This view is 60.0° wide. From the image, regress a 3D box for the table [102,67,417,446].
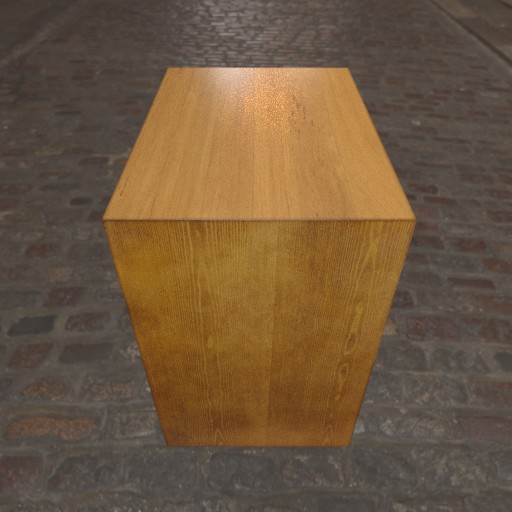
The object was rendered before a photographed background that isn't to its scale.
[{"bbox_3d":[0.000,0.000,0.956,0.400,0.605,0.550,0,41,0],"label":"table"}]
